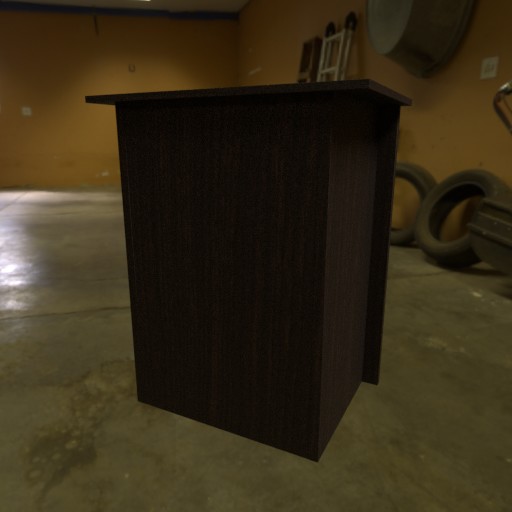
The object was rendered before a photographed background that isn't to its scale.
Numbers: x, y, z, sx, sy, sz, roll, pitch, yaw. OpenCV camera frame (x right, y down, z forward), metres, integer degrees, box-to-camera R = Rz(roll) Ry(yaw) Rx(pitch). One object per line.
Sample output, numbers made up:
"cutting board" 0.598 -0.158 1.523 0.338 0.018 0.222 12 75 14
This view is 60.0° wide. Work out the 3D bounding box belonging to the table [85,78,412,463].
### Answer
"table" 0.000 0.000 1.055 0.591 0.711 0.406 8 17 26
